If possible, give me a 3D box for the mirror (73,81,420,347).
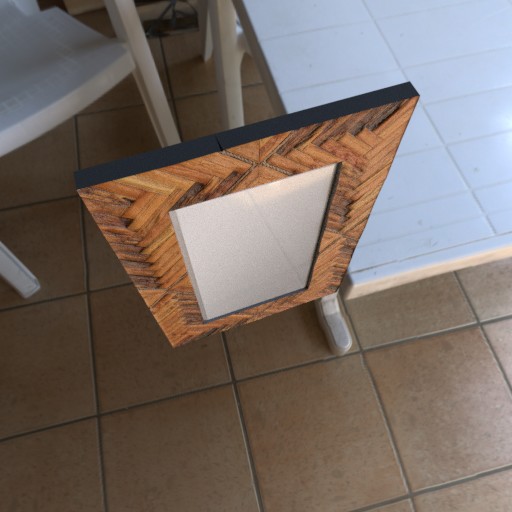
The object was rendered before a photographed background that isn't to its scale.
[{"bbox_3d":[0.000,0.000,1.152,0.606,0.912,0.044,-18,64,-9],"label":"mirror"}]
